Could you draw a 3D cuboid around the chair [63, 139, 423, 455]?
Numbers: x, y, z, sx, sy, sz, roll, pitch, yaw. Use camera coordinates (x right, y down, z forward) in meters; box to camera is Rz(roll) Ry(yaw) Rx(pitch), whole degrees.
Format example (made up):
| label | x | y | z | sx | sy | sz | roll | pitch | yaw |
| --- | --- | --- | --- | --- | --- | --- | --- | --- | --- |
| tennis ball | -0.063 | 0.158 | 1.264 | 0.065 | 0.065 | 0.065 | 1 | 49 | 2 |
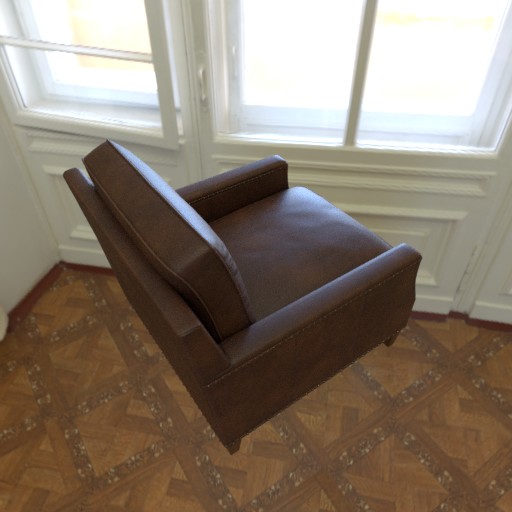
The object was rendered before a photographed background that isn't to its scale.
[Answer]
| label | x | y | z | sx | sy | sz | roll | pitch | yaw |
| --- | --- | --- | --- | --- | --- | --- | --- | --- | --- |
| chair | 0.000 | 0.000 | 1.681 | 1.014 | 0.929 | 0.853 | -25 | 48 | -25 |
